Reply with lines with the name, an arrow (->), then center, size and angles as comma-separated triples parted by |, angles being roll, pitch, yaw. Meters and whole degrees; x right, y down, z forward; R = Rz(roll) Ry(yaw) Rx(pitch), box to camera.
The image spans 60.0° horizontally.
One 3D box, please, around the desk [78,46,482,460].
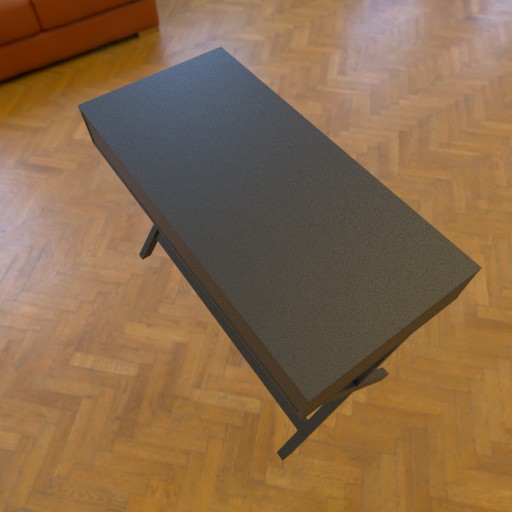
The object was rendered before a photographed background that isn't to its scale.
desk -> 0.000, 0.000, 1.476 | 0.525, 0.780, 1.057 | -31, 62, -19
